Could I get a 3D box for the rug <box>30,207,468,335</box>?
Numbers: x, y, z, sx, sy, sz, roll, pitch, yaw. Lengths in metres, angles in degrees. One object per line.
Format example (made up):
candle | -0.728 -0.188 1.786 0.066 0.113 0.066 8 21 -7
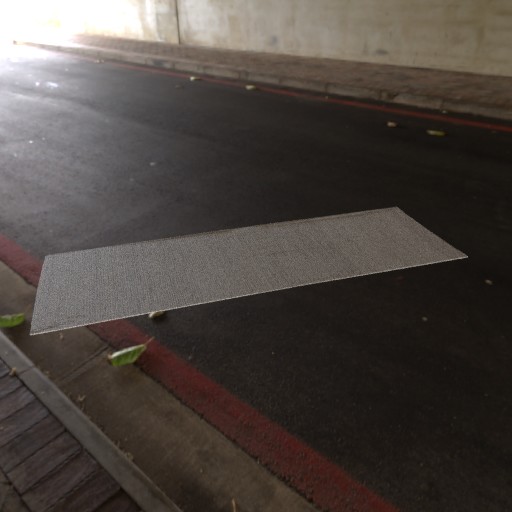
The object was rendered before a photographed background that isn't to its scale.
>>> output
rug | 0.000 0.000 2.616 2.390 0.014 0.741 -9 32 -14
